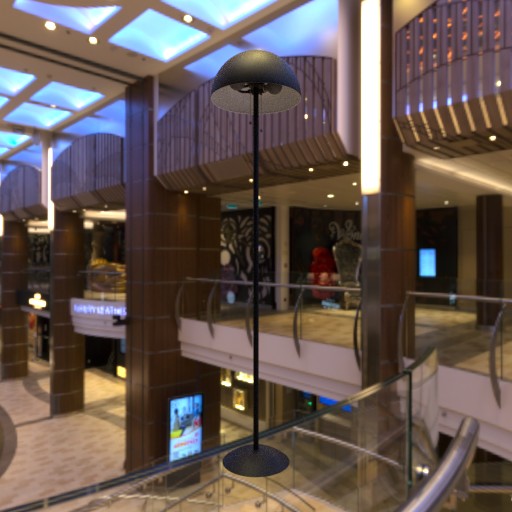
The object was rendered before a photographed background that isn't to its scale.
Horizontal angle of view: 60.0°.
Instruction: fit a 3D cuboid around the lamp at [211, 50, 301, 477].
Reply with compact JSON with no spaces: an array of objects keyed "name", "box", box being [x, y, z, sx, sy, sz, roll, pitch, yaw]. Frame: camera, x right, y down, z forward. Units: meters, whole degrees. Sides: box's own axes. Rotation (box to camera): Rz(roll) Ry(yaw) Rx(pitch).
[{"name":"lamp","box":[0.000,0.000,1.604,0.328,1.480,0.328,0,0,0]}]
